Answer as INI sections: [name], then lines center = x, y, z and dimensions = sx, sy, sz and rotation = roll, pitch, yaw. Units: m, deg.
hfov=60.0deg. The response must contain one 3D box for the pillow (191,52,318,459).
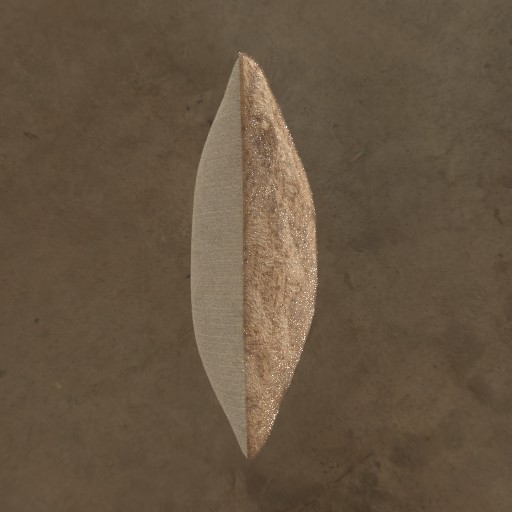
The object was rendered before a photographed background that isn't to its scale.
[pillow]
center = 0.000, 0.000, 0.824
dimensions = 0.216, 0.525, 0.538
rotation = 0, 90, -2
